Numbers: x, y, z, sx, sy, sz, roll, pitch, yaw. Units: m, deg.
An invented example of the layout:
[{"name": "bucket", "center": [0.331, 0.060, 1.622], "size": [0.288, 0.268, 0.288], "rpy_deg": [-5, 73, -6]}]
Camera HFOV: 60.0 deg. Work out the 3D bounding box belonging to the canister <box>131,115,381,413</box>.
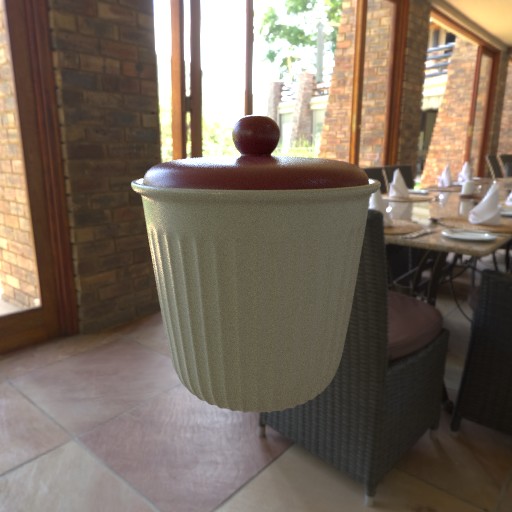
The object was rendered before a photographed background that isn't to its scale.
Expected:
[{"name": "canister", "center": [0.000, 0.000, 0.347], "size": [0.181, 0.211, 0.181], "rpy_deg": [0, 14, 0]}]
